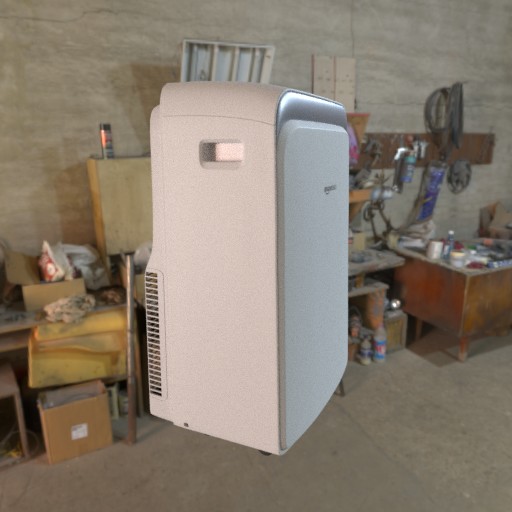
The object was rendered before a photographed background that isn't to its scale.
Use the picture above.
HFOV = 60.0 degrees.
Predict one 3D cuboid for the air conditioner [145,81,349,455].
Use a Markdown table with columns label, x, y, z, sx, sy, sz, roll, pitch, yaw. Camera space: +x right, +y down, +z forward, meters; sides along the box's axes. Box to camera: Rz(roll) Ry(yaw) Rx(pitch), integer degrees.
| label | x | y | z | sx | sy | sz | roll | pitch | yaw |
| --- | --- | --- | --- | --- | --- | --- | --- | --- | --- |
| air conditioner | 0.000 | 0.000 | 0.987 | 0.365 | 0.700 | 0.454 | 7 | 15 | 26 |
